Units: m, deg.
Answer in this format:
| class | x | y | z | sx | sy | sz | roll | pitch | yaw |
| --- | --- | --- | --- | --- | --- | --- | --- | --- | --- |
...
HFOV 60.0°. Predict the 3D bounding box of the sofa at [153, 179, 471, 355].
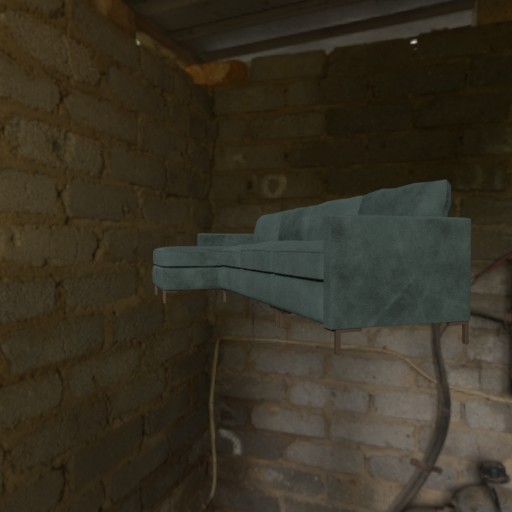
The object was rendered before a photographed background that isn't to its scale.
| class | x | y | z | sx | sy | sz | roll | pitch | yaw |
| --- | --- | --- | --- | --- | --- | --- | --- | --- | --- |
| sofa | 0.000 | 0.000 | 3.923 | 1.500 | 0.967 | 3.400 | 0 | 1 | -18 |
